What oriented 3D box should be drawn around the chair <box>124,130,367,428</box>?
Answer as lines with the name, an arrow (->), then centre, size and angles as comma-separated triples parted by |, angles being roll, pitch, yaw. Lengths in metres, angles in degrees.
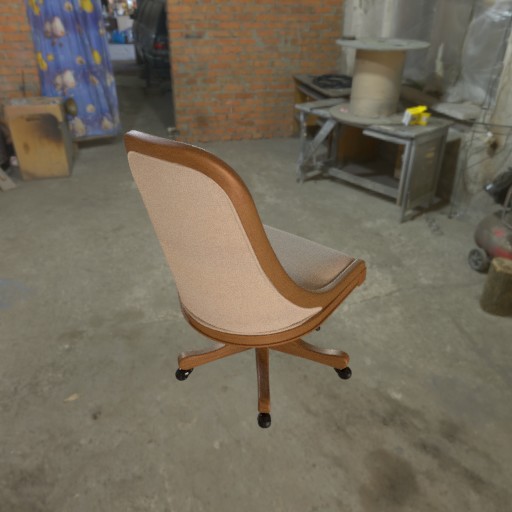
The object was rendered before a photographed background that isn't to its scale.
chair -> 0.000, 0.000, 1.567 | 0.702, 1.009, 0.811 | 22, 37, 33
